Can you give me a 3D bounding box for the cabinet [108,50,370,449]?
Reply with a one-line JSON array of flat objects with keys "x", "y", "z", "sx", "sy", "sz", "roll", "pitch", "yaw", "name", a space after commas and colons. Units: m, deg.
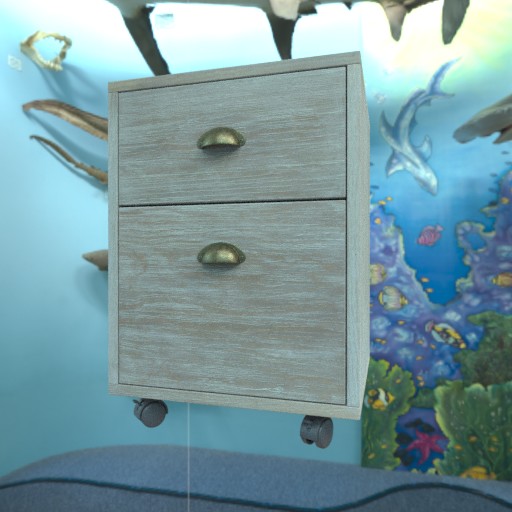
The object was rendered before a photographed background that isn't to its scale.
[{"x": 0.000, "y": 0.000, "z": 0.850, "sx": 0.409, "sy": 0.579, "sz": 0.401, "roll": 0, "pitch": 0, "yaw": 16, "name": "cabinet"}]
